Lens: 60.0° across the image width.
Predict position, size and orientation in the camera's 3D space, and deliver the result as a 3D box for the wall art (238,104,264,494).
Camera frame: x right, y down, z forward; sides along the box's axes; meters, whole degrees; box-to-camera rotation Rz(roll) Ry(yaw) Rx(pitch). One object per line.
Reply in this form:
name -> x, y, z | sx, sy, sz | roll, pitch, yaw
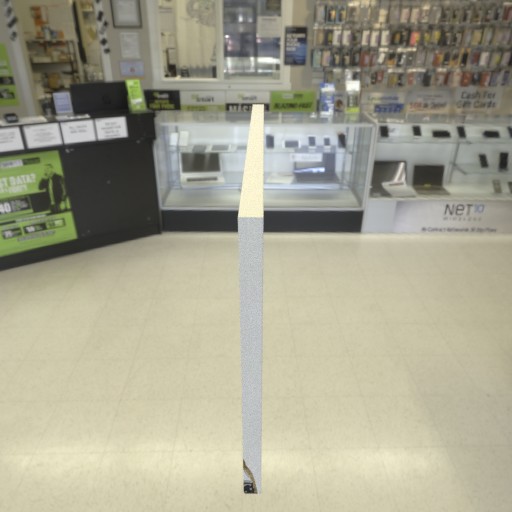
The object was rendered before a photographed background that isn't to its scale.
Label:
wall art -> 0.000, 0.000, 1.141 | 0.038, 0.601, 0.898 | 1, 28, 1
